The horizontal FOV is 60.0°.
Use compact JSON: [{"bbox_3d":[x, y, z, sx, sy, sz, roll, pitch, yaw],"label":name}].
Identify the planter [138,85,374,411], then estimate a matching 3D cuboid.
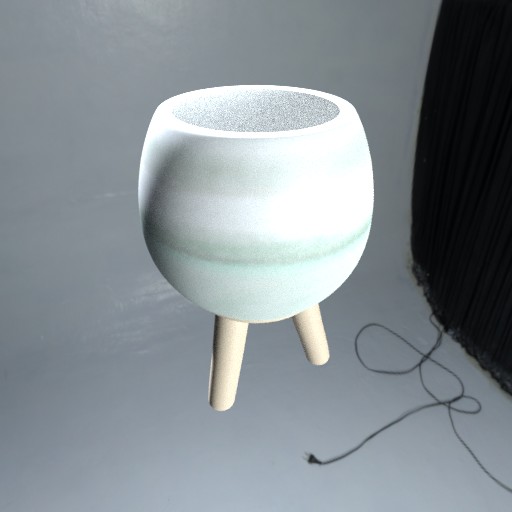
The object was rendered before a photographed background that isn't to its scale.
[{"bbox_3d":[0.000,0.000,0.339,0.161,0.224,0.161,0,33,0],"label":"planter"}]
